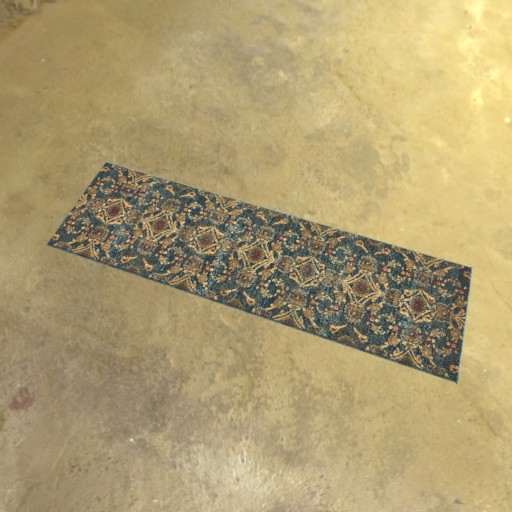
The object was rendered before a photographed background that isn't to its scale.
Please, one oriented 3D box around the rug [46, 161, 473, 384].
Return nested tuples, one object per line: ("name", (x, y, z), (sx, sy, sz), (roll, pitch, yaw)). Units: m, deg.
("rug", (0.000, 0.000, 2.475), (2.292, 0.014, 0.685), (17, 60, 10))
